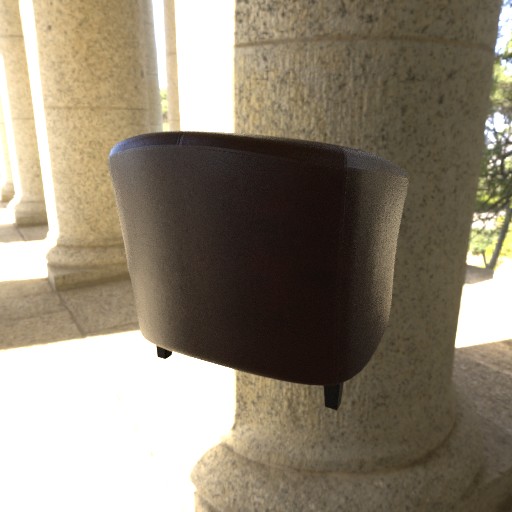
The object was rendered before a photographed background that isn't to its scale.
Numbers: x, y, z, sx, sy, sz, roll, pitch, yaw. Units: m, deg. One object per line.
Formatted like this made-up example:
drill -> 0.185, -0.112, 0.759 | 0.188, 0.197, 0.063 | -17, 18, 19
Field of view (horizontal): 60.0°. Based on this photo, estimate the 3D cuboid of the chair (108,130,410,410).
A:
chair -> 0.000, 0.000, 1.397 | 0.792, 0.756, 0.727 | 8, 17, 27
